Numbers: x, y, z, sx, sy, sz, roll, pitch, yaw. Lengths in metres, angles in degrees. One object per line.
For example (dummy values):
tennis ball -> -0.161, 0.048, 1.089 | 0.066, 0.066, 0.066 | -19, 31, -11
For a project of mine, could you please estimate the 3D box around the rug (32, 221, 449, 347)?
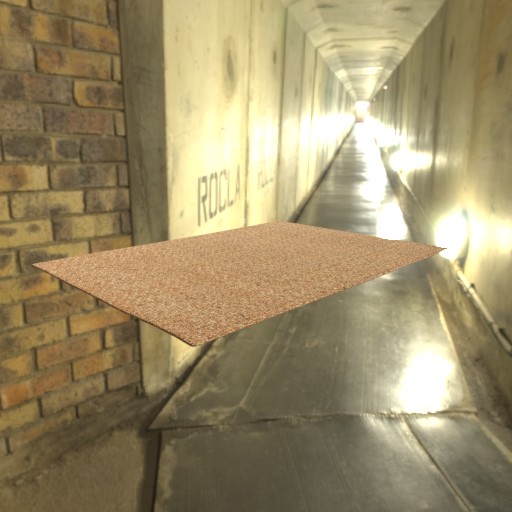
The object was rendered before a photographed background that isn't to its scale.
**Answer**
rug -> 0.000, 0.000, 2.773 | 1.566, 0.013, 2.141 | 14, 20, 43
